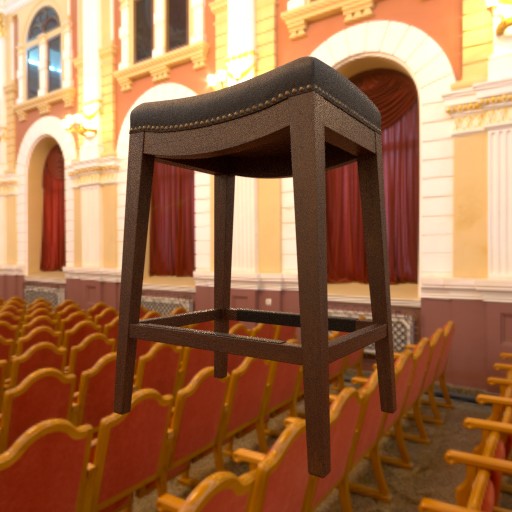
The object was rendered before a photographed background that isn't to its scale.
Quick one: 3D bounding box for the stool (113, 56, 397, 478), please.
[{"bbox_3d":[0.000,0.000,0.943,0.490,0.664,0.353,0,0,35],"label":"stool"}]
